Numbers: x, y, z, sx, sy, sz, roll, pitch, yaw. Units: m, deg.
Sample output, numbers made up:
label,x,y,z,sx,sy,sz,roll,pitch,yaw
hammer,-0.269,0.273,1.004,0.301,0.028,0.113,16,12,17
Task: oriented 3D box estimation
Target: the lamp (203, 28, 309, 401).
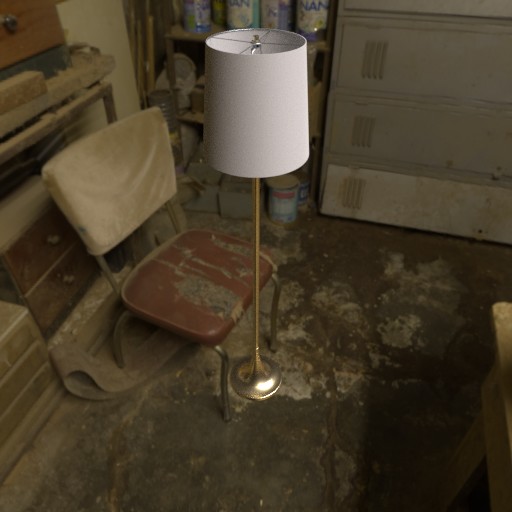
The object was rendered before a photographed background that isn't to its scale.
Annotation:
label,x,y,z,sx,sy,sz,roll,pitch,yaw
lamp,0.000,0.000,1.690,0.337,1.543,0.337,0,39,0
